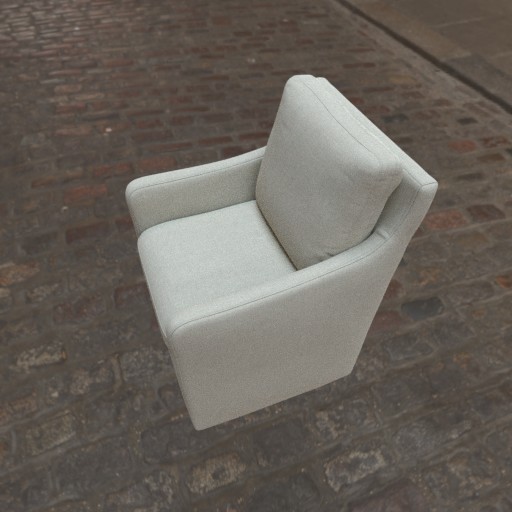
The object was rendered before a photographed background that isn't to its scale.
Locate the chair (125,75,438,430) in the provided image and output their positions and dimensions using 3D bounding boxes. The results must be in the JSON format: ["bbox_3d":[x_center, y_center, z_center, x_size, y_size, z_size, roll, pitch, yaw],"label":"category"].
[{"bbox_3d":[0.000,0.000,1.409,0.694,0.914,0.626,-16,49,-14],"label":"chair"}]
